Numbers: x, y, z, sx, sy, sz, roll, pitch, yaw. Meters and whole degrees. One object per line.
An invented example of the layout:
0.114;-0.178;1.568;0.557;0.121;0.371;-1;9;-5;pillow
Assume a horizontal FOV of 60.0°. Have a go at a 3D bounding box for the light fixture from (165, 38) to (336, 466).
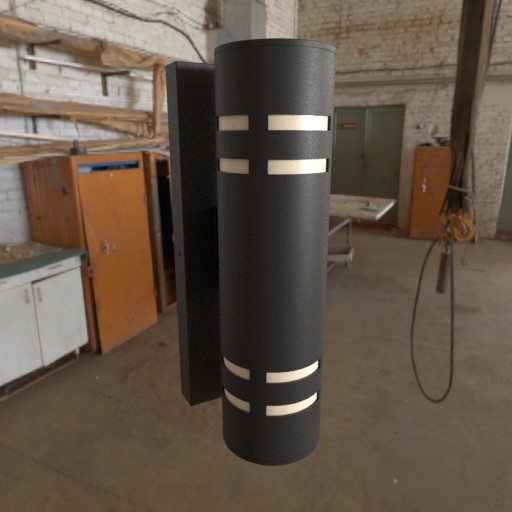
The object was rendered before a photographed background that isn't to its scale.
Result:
0.000;0.000;0.399;0.105;0.330;0.149;-8;17;-28;light fixture
